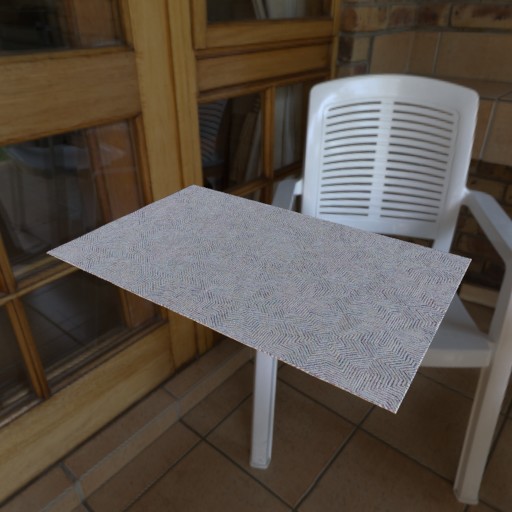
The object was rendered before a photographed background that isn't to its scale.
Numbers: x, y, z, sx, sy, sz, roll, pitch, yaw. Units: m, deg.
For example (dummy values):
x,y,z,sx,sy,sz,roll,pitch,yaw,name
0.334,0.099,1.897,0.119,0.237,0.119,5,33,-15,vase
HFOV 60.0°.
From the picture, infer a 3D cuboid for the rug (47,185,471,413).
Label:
x,y,z,sx,sy,sz,roll,pitch,yaw,name
0.000,0.000,2.983,2.428,0.007,1.519,19,35,29,rug
